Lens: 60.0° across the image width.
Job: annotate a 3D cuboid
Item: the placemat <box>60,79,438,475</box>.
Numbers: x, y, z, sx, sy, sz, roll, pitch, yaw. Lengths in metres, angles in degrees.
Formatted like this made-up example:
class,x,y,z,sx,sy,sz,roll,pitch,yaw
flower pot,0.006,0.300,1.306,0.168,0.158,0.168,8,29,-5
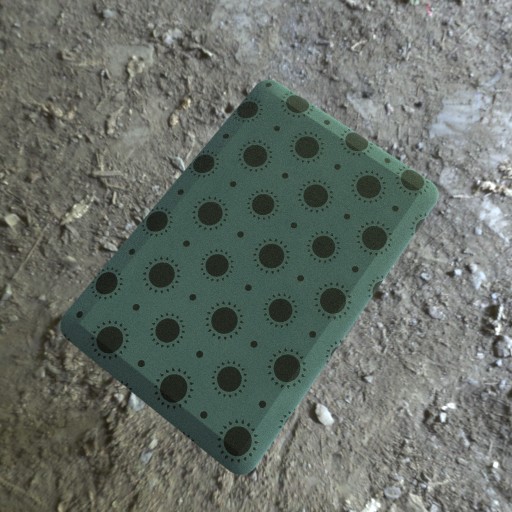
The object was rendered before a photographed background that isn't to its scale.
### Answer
class,x,y,z,sx,sy,sz,roll,pitch,yaw
placemat,0.000,0.000,0.969,0.508,0.021,0.762,36,79,8
